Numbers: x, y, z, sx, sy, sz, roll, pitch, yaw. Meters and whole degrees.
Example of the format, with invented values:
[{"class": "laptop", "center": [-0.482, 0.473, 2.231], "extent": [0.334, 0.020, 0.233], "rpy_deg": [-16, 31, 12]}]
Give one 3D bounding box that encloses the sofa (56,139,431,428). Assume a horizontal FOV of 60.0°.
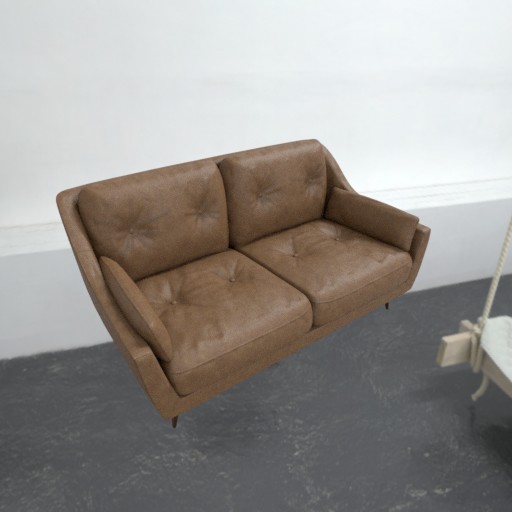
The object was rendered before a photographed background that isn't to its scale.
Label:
[{"class": "sofa", "center": [0.000, 0.000, 2.325], "extent": [1.731, 0.886, 0.981], "rpy_deg": [-20, 35, -32]}]
